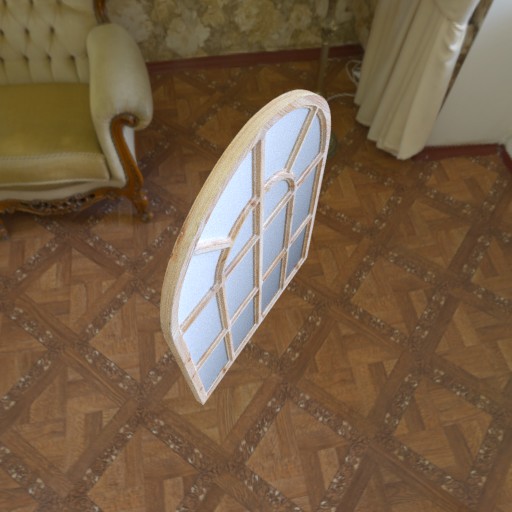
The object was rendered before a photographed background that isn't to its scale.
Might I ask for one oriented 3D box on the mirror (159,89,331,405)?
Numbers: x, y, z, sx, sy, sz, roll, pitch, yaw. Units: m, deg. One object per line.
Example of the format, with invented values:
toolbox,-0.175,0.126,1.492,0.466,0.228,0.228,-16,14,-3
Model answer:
mirror,0.000,0.000,1.170,0.032,0.920,0.660,30,64,16
